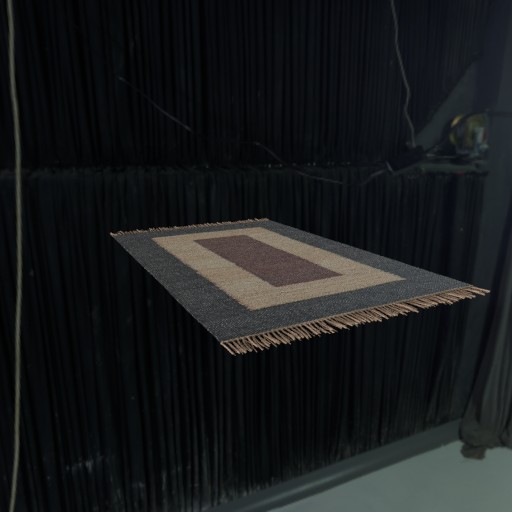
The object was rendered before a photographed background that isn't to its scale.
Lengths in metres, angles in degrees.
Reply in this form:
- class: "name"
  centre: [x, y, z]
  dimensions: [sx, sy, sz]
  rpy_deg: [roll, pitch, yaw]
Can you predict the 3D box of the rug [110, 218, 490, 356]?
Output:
- class: "rug"
  centre: [0.000, 0.000, 2.478]
  dimensions: [1.224, 0.027, 2.021]
  rpy_deg: [-8, 17, -27]
